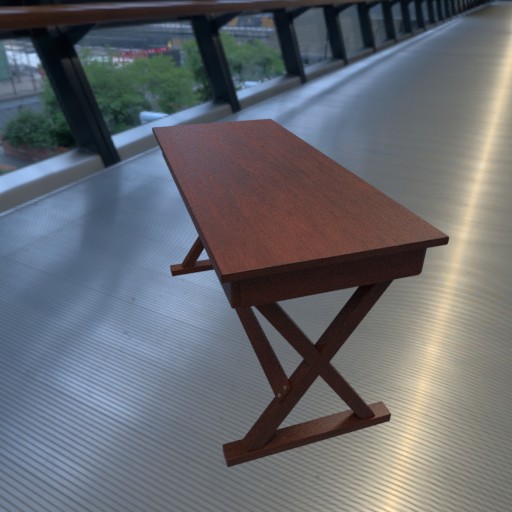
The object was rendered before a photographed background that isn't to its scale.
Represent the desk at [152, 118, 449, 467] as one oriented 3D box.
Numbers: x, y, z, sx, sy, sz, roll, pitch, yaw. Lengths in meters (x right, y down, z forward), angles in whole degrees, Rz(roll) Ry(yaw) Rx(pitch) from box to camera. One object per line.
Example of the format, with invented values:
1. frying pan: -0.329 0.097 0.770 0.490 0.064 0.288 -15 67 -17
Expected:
1. desk: 0.000 0.000 1.805 0.600 0.761 1.372 -9 31 -15
